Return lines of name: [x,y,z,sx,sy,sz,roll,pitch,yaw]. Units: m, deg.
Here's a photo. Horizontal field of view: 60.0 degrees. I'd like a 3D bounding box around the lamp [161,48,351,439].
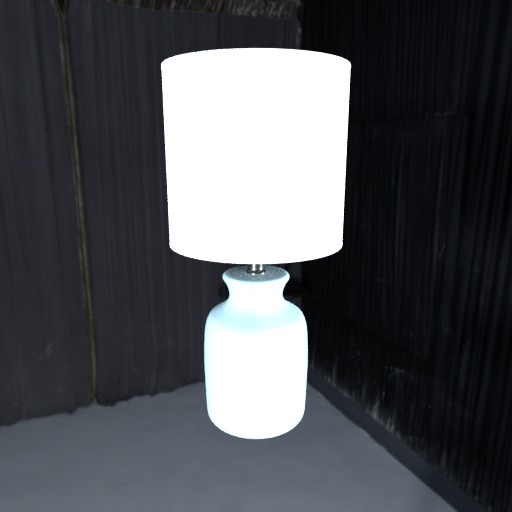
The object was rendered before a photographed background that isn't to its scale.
lamp: [0.000,0.000,1.101,0.418,0.871,0.418,-7,16,-26]
